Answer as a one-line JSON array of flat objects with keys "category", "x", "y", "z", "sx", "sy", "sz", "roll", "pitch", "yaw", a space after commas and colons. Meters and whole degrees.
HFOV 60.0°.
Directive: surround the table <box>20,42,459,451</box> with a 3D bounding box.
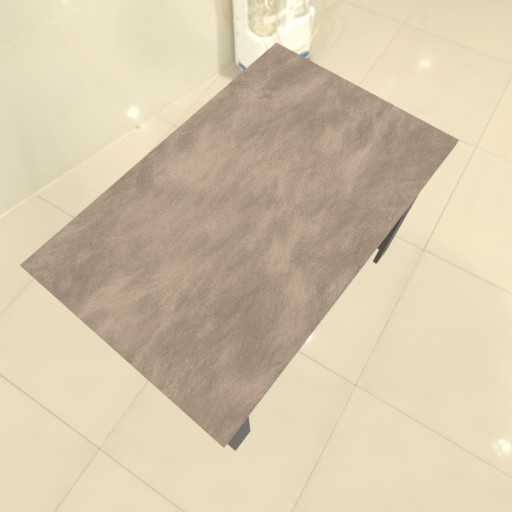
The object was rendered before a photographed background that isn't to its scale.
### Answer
[{"category": "table", "x": 0.000, "y": 0.000, "z": 1.578, "sx": 0.700, "sy": 0.734, "sz": 1.100, "roll": 36, "pitch": 69, "yaw": 16}]
